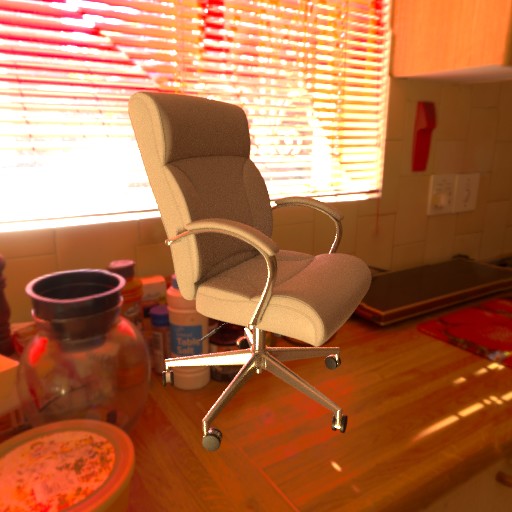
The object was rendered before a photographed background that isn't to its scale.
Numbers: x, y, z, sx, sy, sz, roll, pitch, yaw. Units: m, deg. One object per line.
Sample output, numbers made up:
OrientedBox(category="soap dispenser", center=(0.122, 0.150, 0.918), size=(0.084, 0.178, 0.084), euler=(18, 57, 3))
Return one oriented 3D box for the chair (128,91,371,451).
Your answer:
OrientedBox(category="chair", center=(0.000, 0.000, 1.569), size=(0.745, 1.099, 0.727), euler=(7, 16, 27))
